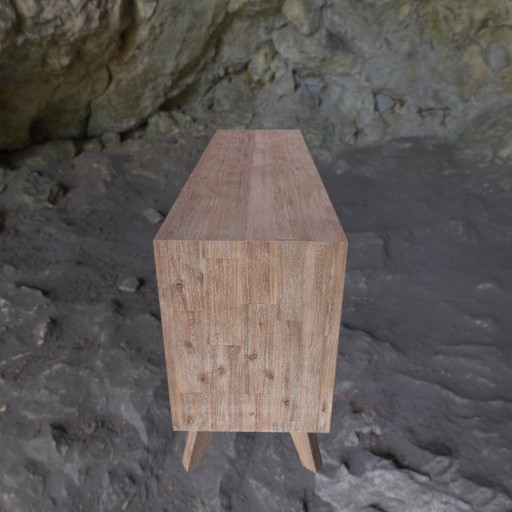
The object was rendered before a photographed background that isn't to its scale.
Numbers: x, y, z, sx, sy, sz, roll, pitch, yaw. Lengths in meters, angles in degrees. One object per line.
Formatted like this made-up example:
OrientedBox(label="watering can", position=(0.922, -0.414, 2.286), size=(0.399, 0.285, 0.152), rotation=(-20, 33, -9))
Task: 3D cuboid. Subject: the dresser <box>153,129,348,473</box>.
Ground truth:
OrientedBox(label="dresser", position=(0.000, 0.000, 1.903), size=(0.455, 0.805, 1.554), rotation=(0, 25, 1))
